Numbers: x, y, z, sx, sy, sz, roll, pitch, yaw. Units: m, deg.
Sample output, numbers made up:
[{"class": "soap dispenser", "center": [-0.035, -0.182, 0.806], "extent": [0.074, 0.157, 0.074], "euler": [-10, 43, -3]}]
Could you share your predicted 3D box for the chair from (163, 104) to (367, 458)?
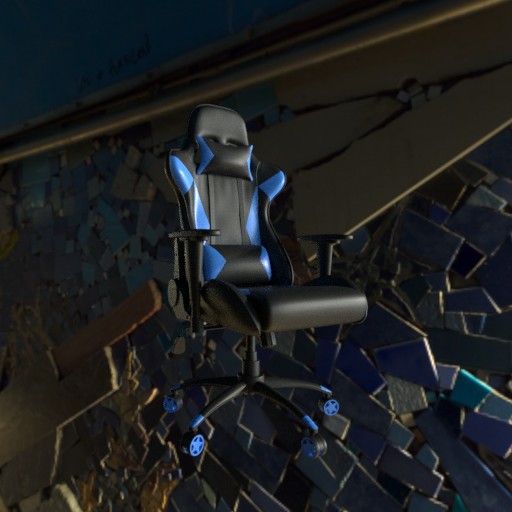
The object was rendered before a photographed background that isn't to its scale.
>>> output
[{"class": "chair", "center": [0.000, 0.000, 1.678], "extent": [0.695, 1.282, 0.730], "euler": [0, 0, -36]}]
